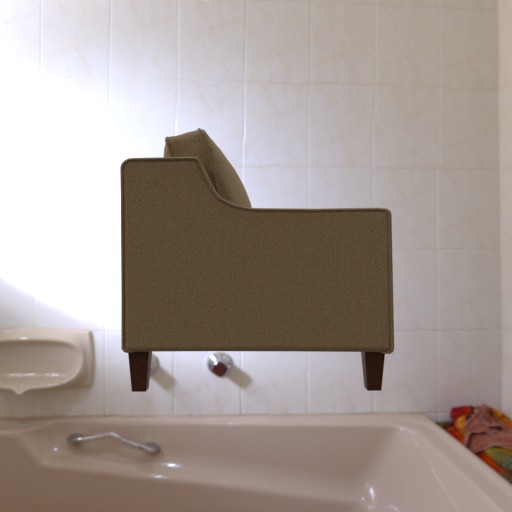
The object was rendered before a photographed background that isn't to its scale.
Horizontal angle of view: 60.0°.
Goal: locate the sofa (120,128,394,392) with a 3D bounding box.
[{"bbox_3d":[0.000,0.000,2.773,1.066,1.071,2.178,0,-1,-1],"label":"sofa"}]
